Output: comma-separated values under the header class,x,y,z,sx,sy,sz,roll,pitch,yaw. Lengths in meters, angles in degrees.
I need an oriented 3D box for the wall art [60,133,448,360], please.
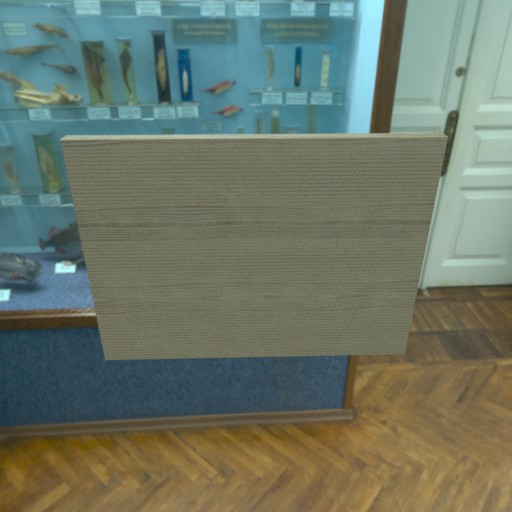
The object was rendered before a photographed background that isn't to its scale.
class,x,y,z,sx,sy,sz,roll,pitch,yaw
wall art,0.000,0.000,1.129,0.841,0.609,0.063,-1,28,-2
